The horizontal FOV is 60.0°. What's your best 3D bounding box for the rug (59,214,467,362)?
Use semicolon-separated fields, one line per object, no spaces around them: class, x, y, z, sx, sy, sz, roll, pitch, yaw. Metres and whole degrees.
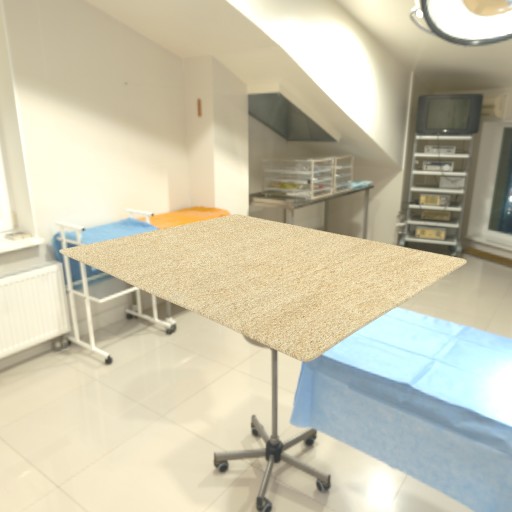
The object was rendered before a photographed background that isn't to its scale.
rug;0.000;0.000;4.131;3.001;0.025;2.401;15;23;41
